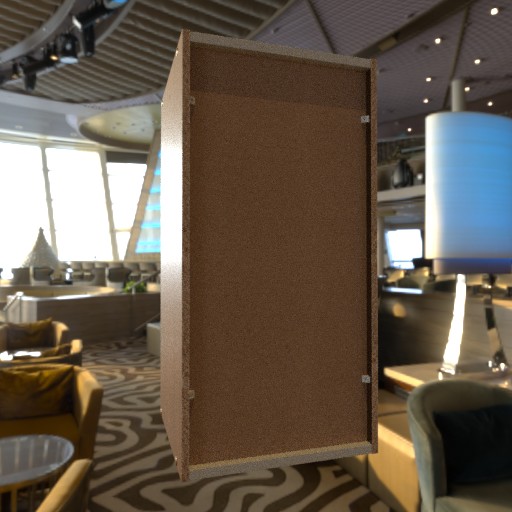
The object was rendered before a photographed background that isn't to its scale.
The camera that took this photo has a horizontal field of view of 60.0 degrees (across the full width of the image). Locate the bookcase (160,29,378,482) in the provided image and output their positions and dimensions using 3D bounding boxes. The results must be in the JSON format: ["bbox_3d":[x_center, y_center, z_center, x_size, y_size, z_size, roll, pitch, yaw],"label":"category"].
[{"bbox_3d":[0.000,0.000,0.769,0.300,0.600,0.290,0,-1,-17],"label":"bookcase"}]
